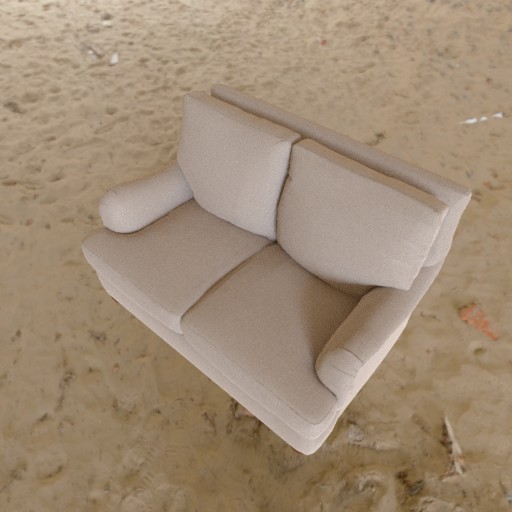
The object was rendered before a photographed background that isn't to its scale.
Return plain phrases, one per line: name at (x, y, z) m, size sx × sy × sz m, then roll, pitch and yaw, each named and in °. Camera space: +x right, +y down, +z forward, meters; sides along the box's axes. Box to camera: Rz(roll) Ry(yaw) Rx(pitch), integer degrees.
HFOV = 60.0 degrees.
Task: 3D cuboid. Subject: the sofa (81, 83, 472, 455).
sofa at (0.000, 0.000, 2.180) m, size 1.508 × 1.048 × 1.087 m, roll 32°, pitch 55°, yaw 26°
